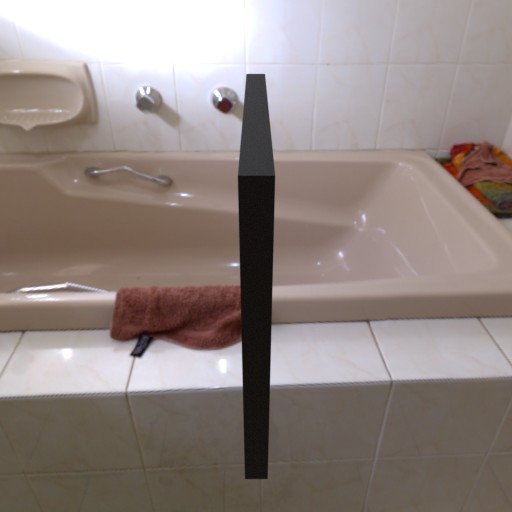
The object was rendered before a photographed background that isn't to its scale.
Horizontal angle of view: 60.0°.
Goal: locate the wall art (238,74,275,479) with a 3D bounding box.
[{"bbox_3d":[0.000,0.000,0.769,0.036,0.503,0.506,0,33,0],"label":"wall art"}]
